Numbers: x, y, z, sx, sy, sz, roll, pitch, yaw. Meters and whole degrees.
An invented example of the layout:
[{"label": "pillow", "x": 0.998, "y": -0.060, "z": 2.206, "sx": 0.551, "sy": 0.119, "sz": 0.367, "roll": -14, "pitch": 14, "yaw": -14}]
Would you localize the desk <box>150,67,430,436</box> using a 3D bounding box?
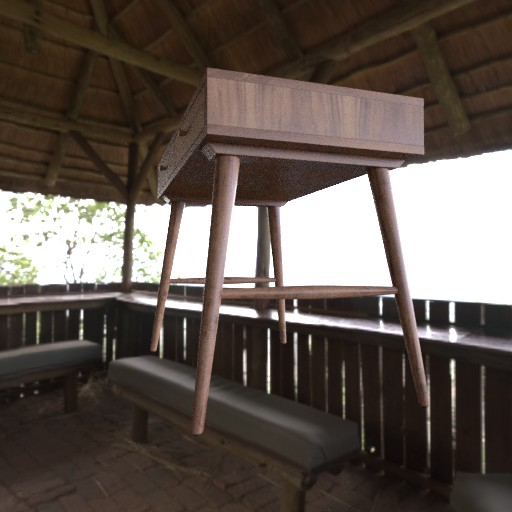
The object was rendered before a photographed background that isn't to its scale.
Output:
[{"label": "desk", "x": 0.000, "y": 0.000, "z": 1.443, "sx": 0.588, "sy": 0.758, "sz": 0.949, "roll": 0, "pitch": -1, "yaw": -18}]
